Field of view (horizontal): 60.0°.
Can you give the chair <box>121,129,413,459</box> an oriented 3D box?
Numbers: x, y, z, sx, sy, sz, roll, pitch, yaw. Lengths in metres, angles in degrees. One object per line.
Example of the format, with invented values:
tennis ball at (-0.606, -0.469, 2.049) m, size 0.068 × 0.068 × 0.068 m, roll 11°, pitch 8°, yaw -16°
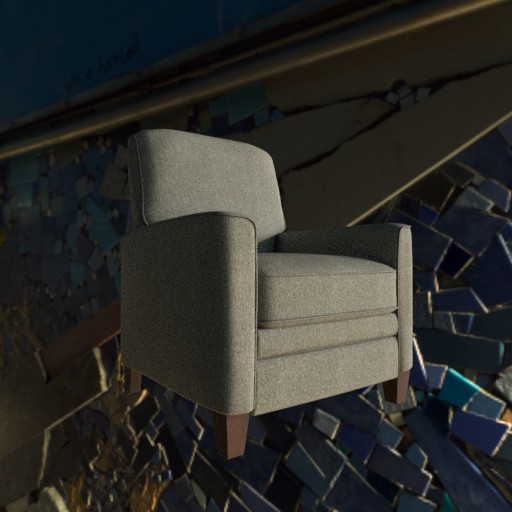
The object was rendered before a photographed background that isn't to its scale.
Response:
chair at (0.000, 0.000, 1.640) m, size 0.841 × 1.028 × 0.858 m, roll 0°, pitch 0°, yaw -37°
